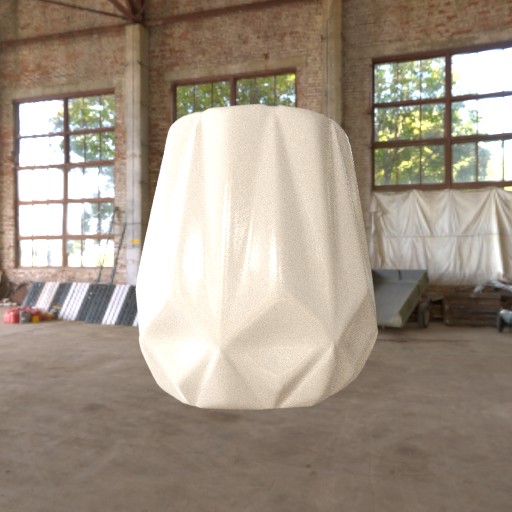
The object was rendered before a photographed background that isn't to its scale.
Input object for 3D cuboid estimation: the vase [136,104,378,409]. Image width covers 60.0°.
[{"bbox_3d":[0.000,0.000,0.268,0.141,0.152,0.141,0,0,0],"label":"vase"}]
